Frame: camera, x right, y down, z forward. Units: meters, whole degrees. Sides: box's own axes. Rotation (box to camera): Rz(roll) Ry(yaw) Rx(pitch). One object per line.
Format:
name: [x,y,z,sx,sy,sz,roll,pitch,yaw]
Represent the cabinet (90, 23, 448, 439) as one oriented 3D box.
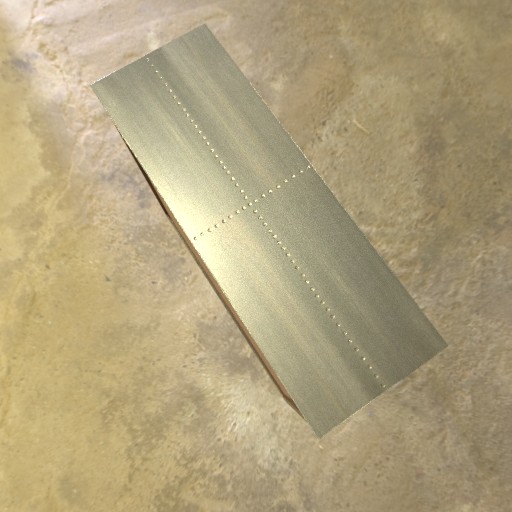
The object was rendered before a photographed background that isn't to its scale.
cabinet: [0.000,0.000,1.448,0.338,0.919,0.968,-32,78,-8]
